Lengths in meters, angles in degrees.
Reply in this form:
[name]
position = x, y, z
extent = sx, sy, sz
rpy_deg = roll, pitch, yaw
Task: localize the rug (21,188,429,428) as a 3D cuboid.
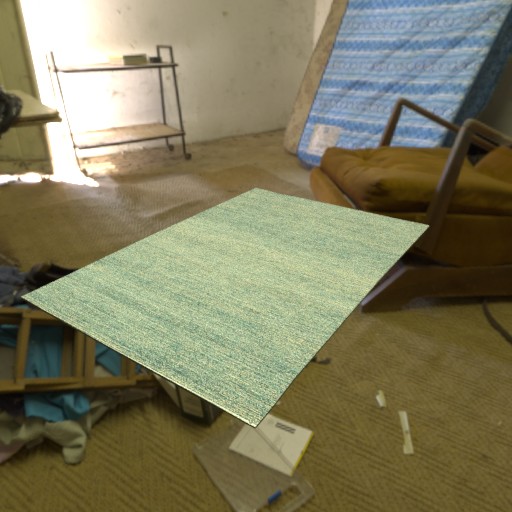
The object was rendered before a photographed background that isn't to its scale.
[rug]
position = 0.000, 0.000, 5.102
extent = 2.802, 0.052, 4.078
rpy_deg = 18, 32, 30
